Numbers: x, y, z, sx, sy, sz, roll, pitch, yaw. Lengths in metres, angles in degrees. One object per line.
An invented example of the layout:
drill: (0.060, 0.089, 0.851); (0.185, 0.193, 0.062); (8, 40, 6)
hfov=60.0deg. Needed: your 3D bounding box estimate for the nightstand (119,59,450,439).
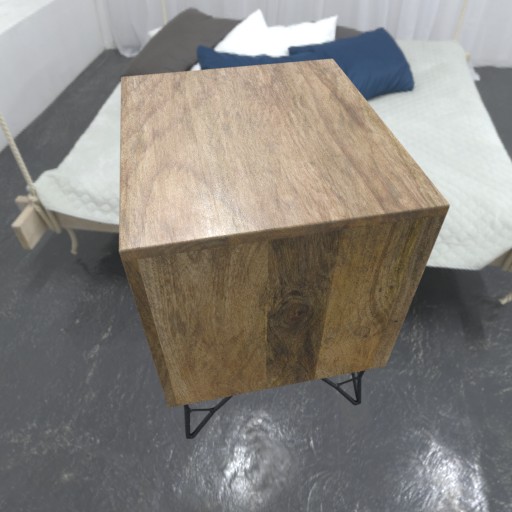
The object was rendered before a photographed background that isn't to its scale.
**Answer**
nightstand: (0.000, 0.000, 0.876); (0.406, 0.559, 0.457); (-8, 46, -8)
